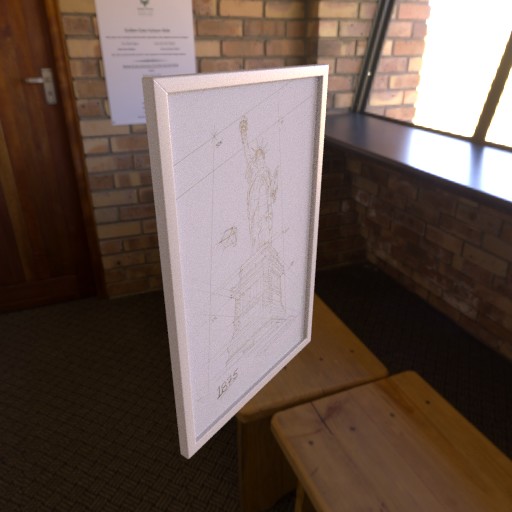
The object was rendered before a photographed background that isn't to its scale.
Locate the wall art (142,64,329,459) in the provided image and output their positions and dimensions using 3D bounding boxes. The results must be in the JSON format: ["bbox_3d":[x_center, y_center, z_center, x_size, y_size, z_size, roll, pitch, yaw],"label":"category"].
[{"bbox_3d":[0.000,0.000,1.521,0.038,1.183,0.808,18,31,32],"label":"wall art"}]
